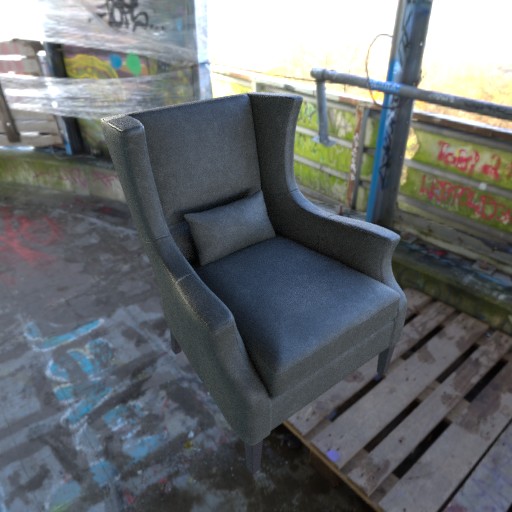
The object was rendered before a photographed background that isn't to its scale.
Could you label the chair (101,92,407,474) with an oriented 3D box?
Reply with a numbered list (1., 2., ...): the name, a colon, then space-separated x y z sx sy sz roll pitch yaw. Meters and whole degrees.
1. chair: 0.000 0.000 1.680 0.853 1.016 0.926 -23 39 -32
